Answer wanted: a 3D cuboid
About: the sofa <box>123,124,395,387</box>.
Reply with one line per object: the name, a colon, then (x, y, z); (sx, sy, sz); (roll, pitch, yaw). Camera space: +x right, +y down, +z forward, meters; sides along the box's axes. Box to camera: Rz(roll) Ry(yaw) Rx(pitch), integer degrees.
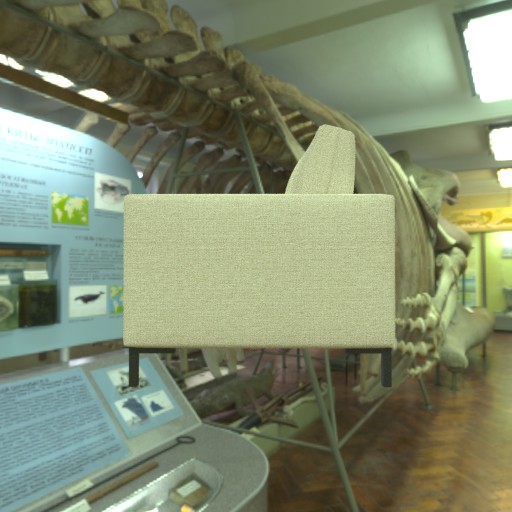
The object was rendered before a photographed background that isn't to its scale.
sofa: (0.000, 0.000, 2.118); (0.839, 0.812, 1.651); (0, -1, 0)
